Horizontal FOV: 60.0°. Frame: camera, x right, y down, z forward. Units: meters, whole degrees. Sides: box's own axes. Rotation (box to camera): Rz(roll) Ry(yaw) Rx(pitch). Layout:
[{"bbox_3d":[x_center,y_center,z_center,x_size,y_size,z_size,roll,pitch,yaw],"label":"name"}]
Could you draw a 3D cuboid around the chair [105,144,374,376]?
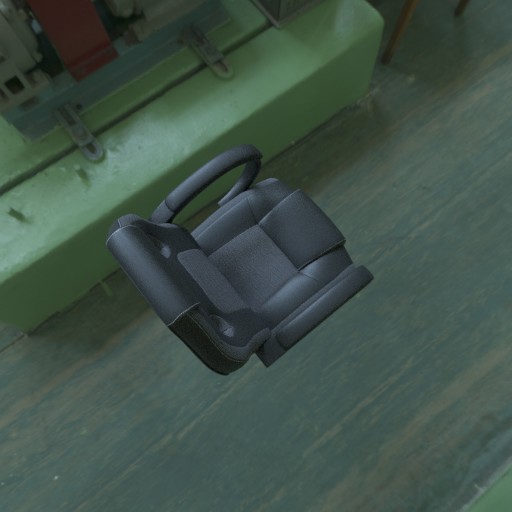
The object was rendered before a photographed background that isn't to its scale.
[{"bbox_3d":[0.000,0.000,1.614,0.724,1.187,0.673,-38,78,-10],"label":"chair"}]
